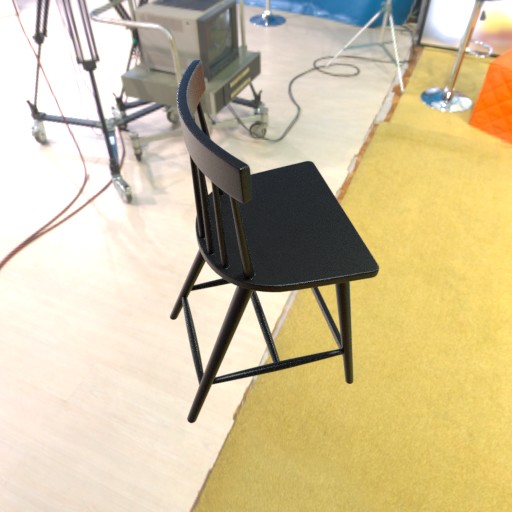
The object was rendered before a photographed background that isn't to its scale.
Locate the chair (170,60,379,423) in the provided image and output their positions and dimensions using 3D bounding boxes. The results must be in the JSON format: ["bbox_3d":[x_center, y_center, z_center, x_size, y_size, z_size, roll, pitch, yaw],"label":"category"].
[{"bbox_3d":[0.000,0.000,1.275,0.572,0.952,0.483,-11,47,-11],"label":"chair"}]
